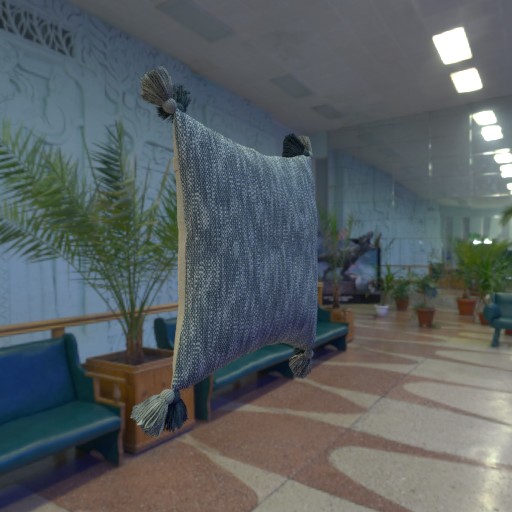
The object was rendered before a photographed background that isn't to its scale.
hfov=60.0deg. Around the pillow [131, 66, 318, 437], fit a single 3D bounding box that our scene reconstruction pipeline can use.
[{"bbox_3d":[0.000,0.000,0.929,0.138,0.634,0.614,0,1,36],"label":"pillow"}]
